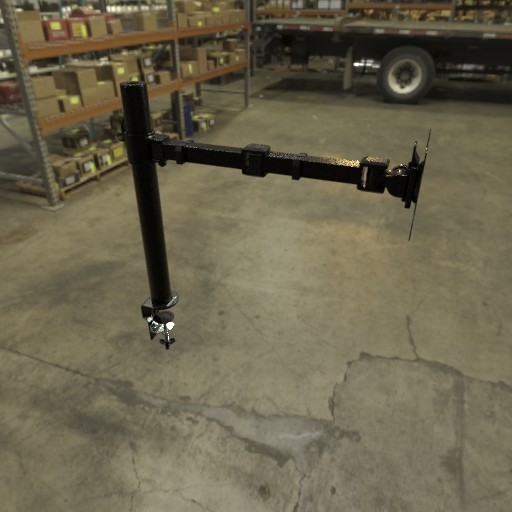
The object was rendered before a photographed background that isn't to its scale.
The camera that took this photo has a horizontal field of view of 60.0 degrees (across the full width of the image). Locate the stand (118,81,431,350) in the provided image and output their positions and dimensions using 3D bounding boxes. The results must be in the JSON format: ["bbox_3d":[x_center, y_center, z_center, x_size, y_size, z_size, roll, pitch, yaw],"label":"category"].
[{"bbox_3d":[0.000,0.000,0.723,0.456,0.510,0.115,11,32,18],"label":"stand"}]
